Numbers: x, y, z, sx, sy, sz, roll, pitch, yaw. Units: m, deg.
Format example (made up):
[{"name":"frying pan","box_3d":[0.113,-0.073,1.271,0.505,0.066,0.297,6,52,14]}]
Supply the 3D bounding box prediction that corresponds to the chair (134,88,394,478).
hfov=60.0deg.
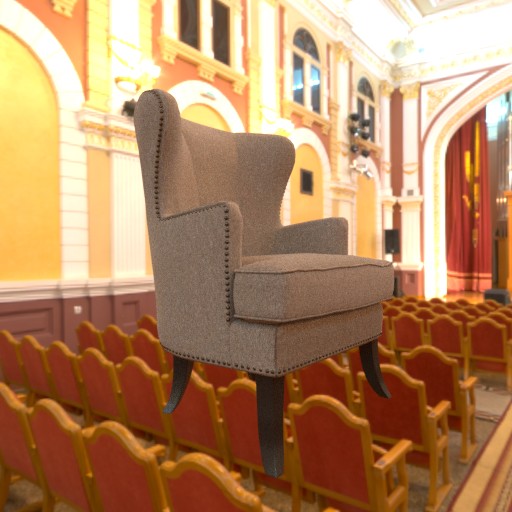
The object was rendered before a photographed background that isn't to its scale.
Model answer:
[{"name":"chair","box_3d":[0.000,0.000,1.570,0.758,1.060,0.759,0,0,37]}]
